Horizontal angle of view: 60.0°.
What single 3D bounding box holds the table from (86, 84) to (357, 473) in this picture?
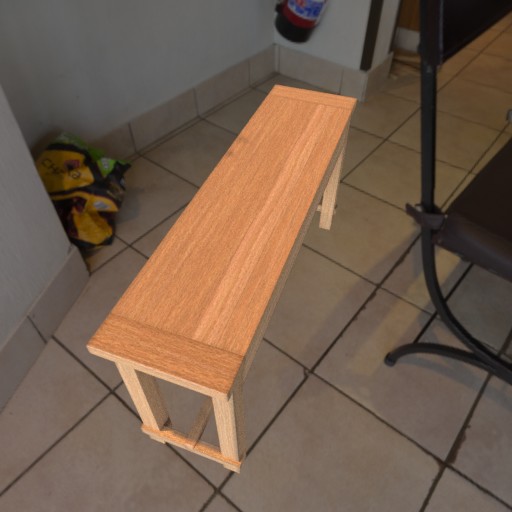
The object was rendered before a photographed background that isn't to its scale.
[{"bbox_3d":[0.000,0.000,1.931,0.442,0.762,1.599,15,49,14],"label":"table"}]
